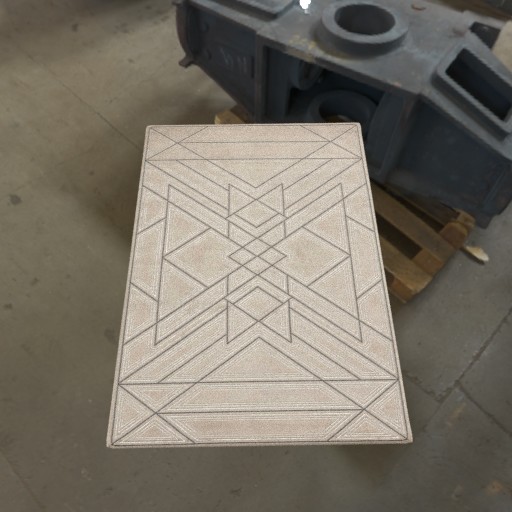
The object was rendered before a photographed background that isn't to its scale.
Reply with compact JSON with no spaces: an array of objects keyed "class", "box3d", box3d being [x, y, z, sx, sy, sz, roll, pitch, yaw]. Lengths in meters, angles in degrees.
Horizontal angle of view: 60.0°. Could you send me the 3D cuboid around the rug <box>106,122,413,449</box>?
[{"class":"rug","box3d":[0.000,0.000,4.278,2.436,0.026,3.381,-1,63,0]}]
